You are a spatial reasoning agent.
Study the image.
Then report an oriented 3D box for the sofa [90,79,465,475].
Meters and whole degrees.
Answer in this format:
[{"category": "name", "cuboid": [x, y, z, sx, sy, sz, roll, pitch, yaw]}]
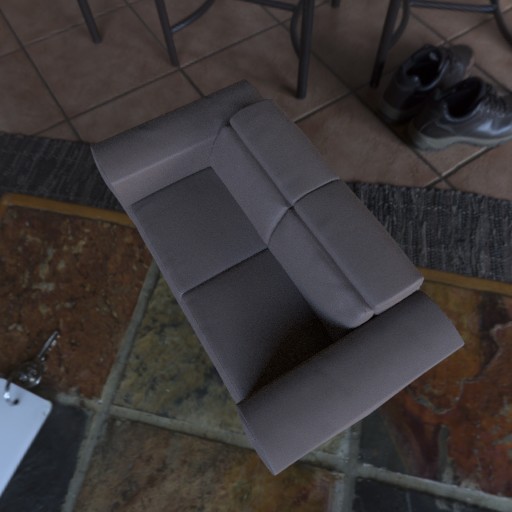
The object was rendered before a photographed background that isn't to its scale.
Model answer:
[{"category": "sofa", "cuboid": [0.000, 0.000, 2.359, 1.003, 0.779, 1.895, -29, 67, -13]}]
